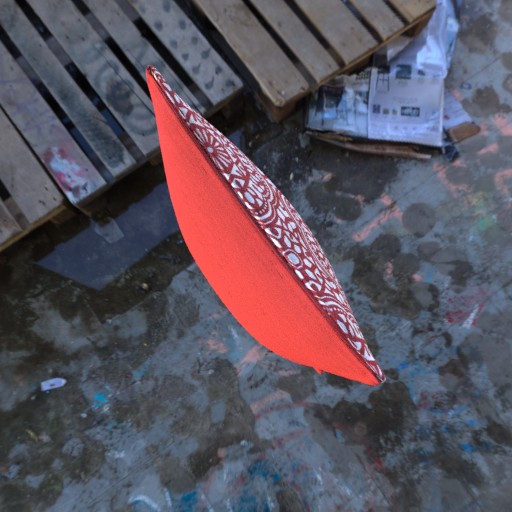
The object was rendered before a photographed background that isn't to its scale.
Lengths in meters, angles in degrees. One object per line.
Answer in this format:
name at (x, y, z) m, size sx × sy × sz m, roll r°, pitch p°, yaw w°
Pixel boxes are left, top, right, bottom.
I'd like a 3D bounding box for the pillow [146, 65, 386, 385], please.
pillow at (0.000, 0.000, 0.676) m, size 0.162 × 0.419 × 0.438 m, roll -35°, pitch 79°, yaw -7°
